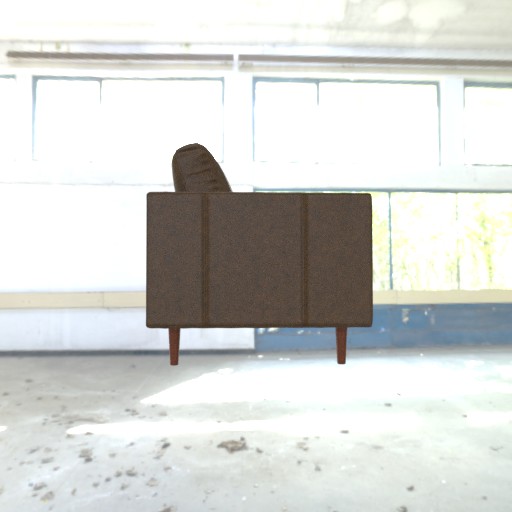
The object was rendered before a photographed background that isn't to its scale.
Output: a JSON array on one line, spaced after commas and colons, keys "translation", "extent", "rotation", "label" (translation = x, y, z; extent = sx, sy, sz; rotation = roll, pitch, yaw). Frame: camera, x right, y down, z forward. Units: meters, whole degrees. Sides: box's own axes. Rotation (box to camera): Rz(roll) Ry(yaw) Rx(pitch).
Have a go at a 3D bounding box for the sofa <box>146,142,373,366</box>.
[{"translation": [0.000, 0.000, 2.808], "extent": [0.903, 0.930, 2.231], "rotation": [0, -1, -2], "label": "sofa"}]
